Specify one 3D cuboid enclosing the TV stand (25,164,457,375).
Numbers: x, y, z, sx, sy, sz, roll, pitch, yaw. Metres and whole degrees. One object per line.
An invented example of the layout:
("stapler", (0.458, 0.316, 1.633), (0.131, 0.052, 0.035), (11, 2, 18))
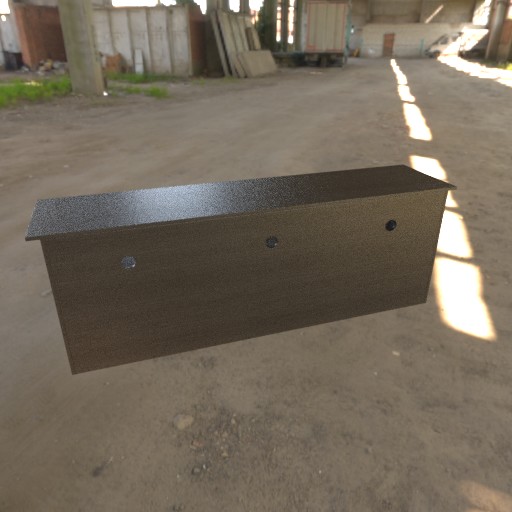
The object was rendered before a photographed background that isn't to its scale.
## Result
("TV stand", (0.000, 0.000, 2.054), (1.778, 0.610, 0.406), (-8, 28, -16))
